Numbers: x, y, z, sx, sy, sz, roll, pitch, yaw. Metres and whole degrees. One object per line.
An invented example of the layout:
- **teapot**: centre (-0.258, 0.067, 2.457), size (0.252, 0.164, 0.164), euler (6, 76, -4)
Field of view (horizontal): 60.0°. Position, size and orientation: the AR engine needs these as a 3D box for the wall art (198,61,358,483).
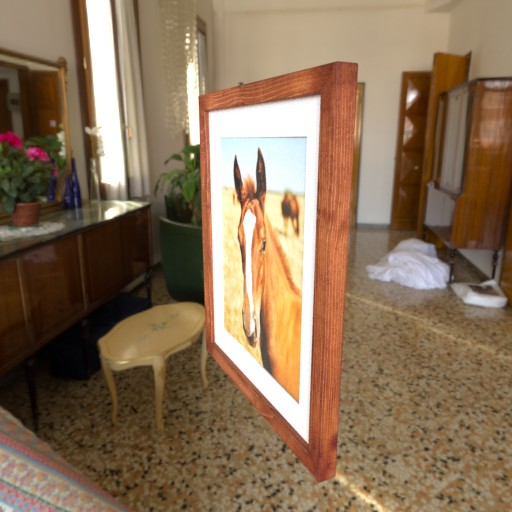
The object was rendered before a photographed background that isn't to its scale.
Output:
- **wall art**: centre (0.000, 0.000, 0.766), size (0.030, 0.558, 0.462), euler (-7, 17, -25)
